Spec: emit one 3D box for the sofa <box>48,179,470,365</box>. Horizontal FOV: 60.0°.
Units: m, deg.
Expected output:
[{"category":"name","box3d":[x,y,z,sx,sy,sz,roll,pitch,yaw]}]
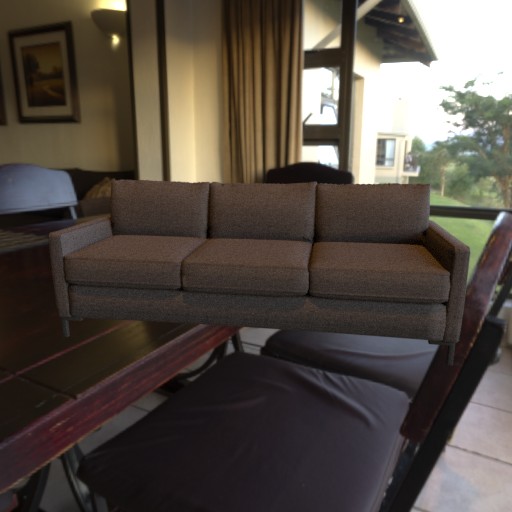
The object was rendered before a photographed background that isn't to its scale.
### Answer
[{"category":"sofa","box3d":[0.000,0.000,2.724,2.253,0.882,0.876,2,14,9]}]
